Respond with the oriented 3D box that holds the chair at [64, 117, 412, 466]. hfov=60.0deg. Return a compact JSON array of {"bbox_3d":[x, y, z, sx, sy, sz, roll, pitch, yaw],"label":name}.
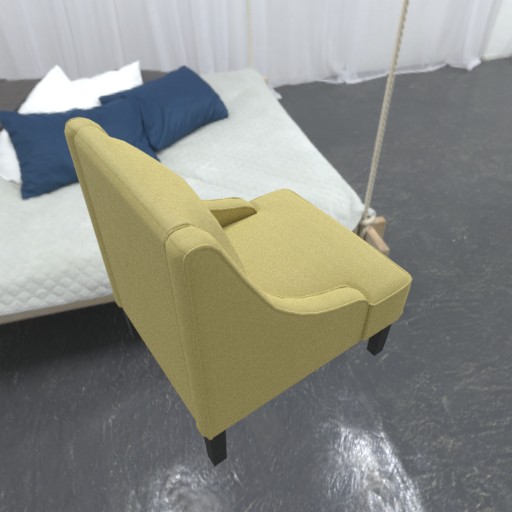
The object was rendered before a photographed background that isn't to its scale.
[{"bbox_3d":[0.000,0.000,1.449,0.814,0.896,0.696,-25,47,-26],"label":"chair"}]
